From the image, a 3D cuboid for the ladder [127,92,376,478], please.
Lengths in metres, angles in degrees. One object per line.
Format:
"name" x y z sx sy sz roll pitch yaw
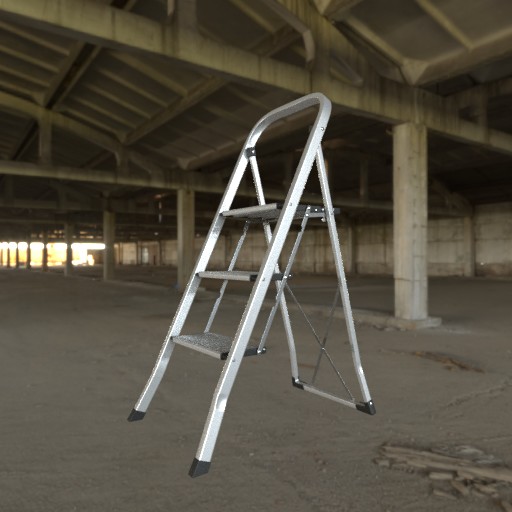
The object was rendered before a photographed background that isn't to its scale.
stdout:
"ladder" 0.000 0.000 1.459 0.704 1.070 0.465 0 0 -35
